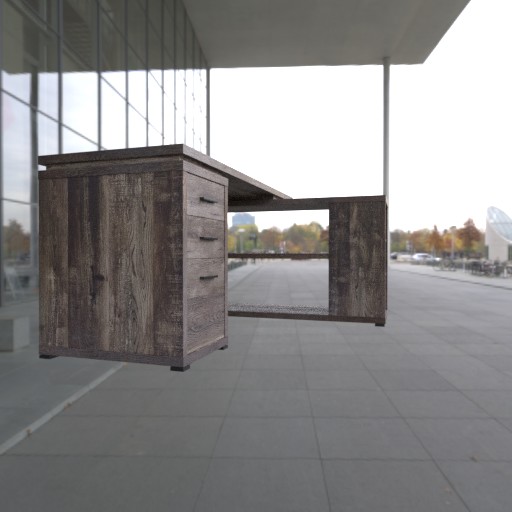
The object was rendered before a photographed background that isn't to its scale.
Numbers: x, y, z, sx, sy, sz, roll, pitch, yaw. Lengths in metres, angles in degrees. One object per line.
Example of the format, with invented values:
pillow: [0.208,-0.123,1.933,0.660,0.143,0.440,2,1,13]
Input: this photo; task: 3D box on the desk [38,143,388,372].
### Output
desk: [0.000,0.000,2.182,1.200,0.753,1.524,0,1,18]
